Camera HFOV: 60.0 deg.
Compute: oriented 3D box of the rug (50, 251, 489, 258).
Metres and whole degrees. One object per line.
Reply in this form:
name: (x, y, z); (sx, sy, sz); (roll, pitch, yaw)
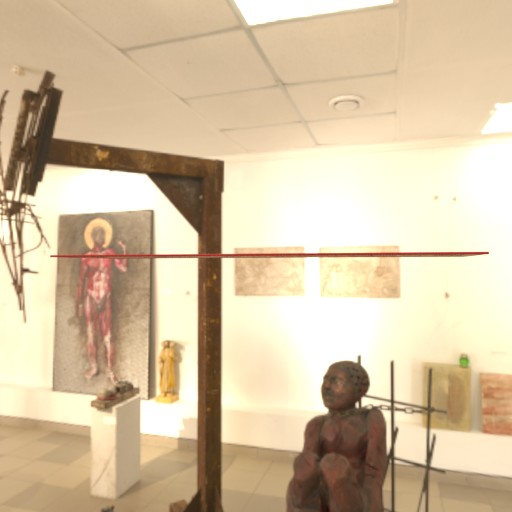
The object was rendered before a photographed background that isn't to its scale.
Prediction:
rug: (0.000, 0.000, 2.549); (2.292, 0.015, 0.659); (0, -1, 17)
